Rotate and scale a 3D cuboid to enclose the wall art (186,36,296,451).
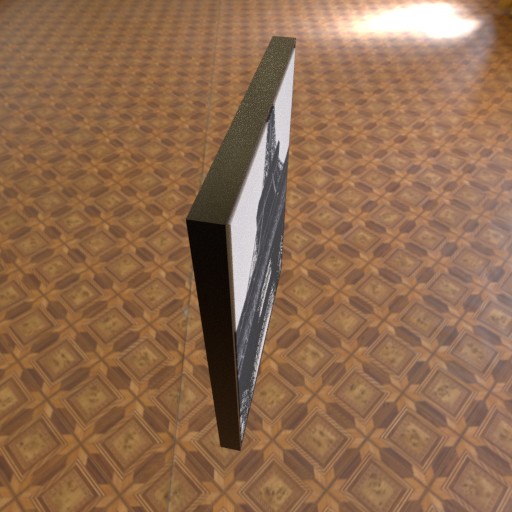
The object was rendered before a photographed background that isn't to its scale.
[{"bbox_3d":[0.000,0.000,0.756,0.039,0.553,0.451,9,47,8],"label":"wall art"}]
